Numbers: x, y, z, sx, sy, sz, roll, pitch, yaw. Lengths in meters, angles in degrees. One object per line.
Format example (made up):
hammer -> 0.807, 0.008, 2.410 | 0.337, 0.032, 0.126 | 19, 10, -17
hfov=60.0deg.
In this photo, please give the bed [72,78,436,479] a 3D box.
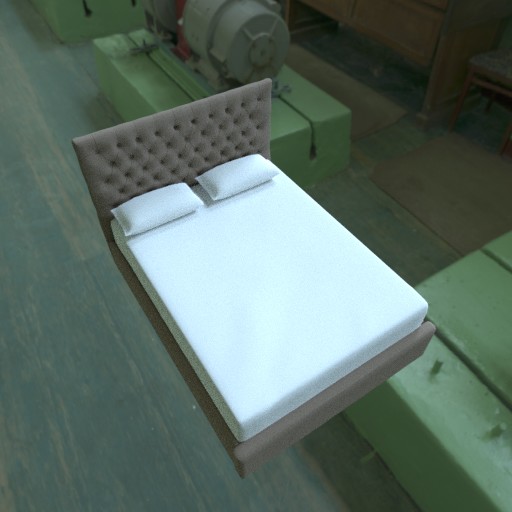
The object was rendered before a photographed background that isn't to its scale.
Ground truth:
bed -> 0.000, 0.000, 3.314 | 1.696, 1.426, 2.233 | -26, 53, -21
